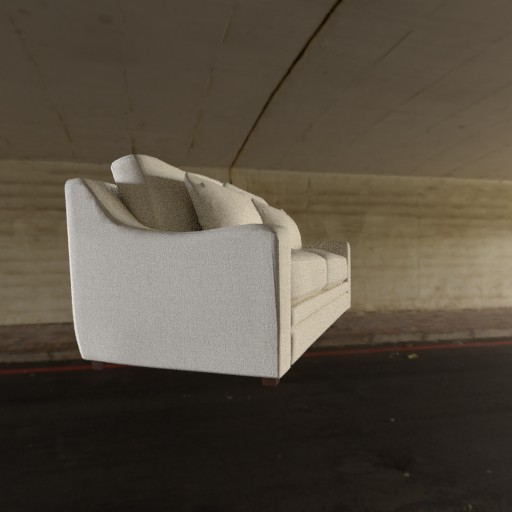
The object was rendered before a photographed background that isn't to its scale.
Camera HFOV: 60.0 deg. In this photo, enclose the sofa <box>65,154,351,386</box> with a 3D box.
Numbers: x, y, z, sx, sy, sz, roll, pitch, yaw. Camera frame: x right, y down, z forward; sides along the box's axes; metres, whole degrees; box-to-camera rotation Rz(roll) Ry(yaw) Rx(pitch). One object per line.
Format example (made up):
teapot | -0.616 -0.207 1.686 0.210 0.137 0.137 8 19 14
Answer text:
sofa | 0.000 0.000 2.969 1.009 1.022 2.470 0 0 18
